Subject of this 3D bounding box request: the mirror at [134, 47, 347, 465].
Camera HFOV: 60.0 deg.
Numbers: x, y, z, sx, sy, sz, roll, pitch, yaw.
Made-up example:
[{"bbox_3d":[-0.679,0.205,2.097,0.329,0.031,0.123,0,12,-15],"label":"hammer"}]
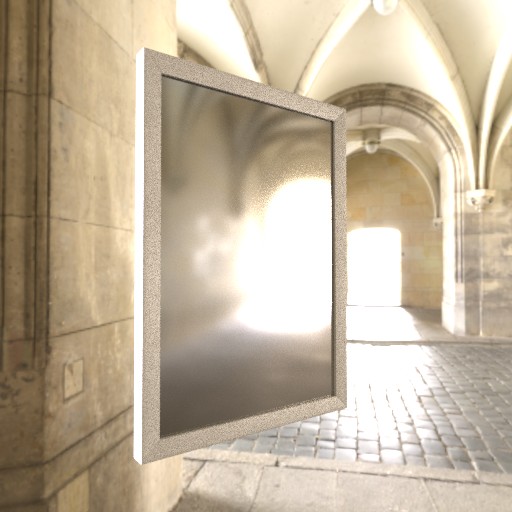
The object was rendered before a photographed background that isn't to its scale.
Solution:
[{"bbox_3d":[0.000,0.000,0.919,0.507,0.710,0.040,1,-2,-36],"label":"mirror"}]
